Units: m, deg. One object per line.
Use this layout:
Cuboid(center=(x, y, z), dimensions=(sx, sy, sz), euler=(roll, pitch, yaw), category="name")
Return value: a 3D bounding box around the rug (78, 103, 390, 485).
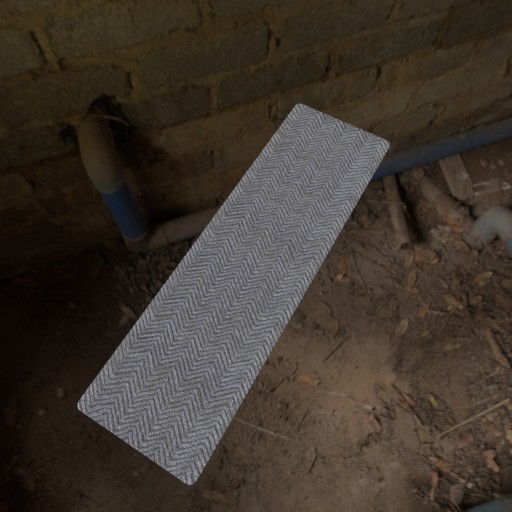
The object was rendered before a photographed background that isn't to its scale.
Cuboid(center=(0.000, 0.000, 2.498), dimensions=(0.686, 0.008, 2.286), euler=(28, 67, 13), category="rug")
